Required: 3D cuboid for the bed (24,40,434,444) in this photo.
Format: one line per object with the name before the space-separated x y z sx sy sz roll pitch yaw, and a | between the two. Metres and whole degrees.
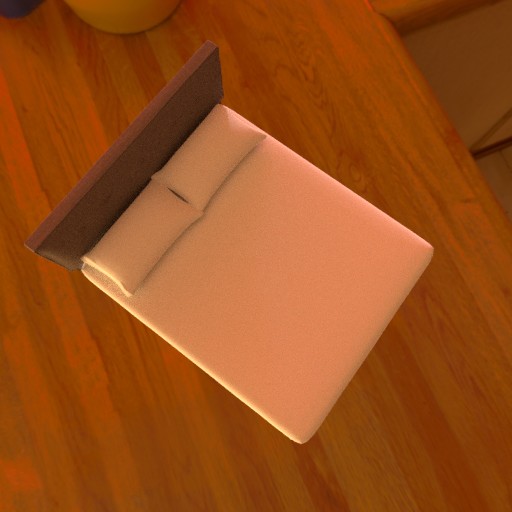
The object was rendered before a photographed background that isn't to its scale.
bed | 0.000 0.000 2.856 1.894 1.089 1.610 36 79 8
